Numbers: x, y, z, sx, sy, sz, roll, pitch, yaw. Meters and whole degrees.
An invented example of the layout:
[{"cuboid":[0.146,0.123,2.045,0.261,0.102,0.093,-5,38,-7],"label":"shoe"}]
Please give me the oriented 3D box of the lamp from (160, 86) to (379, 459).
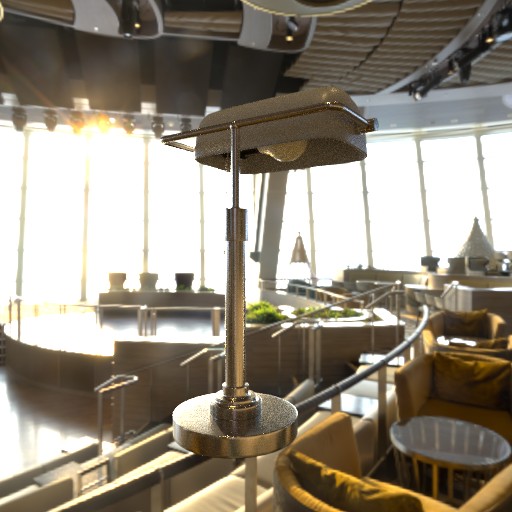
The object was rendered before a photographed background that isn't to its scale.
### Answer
[{"cuboid":[0.000,0.000,0.547,0.269,0.404,0.227,0,1,35],"label":"lamp"}]
